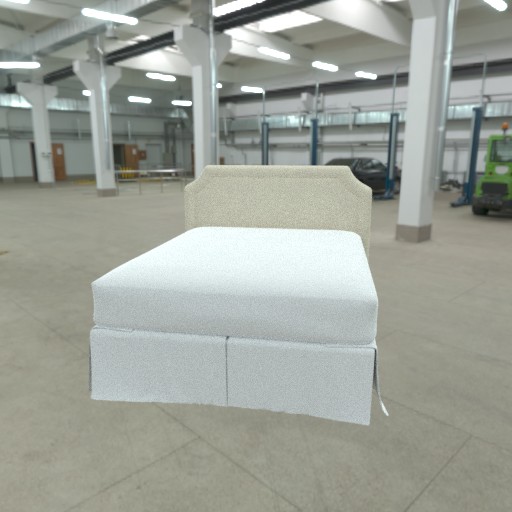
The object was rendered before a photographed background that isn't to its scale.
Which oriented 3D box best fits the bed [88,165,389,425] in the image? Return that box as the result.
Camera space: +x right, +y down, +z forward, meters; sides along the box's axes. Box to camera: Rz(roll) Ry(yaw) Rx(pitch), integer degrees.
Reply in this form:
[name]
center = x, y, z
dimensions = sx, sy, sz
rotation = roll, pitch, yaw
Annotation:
[bed]
center = 0.000, 0.000, 3.363
dimensions = 1.827, 1.296, 2.209
rotation = 2, 13, 10
